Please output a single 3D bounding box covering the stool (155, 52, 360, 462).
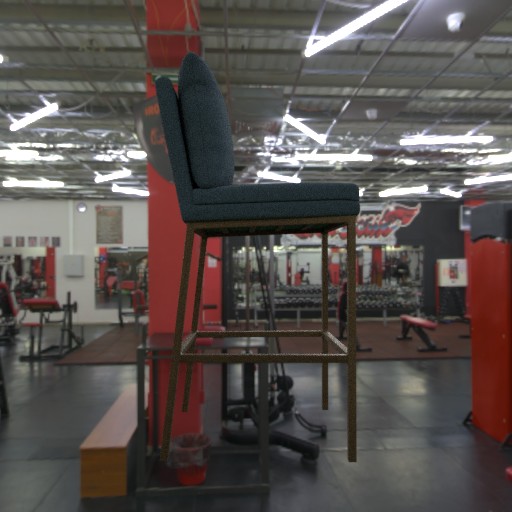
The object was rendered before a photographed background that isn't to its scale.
[{"bbox_3d":[0.000,0.000,1.427,0.568,1.124,0.463,0,-1,-1],"label":"stool"}]
